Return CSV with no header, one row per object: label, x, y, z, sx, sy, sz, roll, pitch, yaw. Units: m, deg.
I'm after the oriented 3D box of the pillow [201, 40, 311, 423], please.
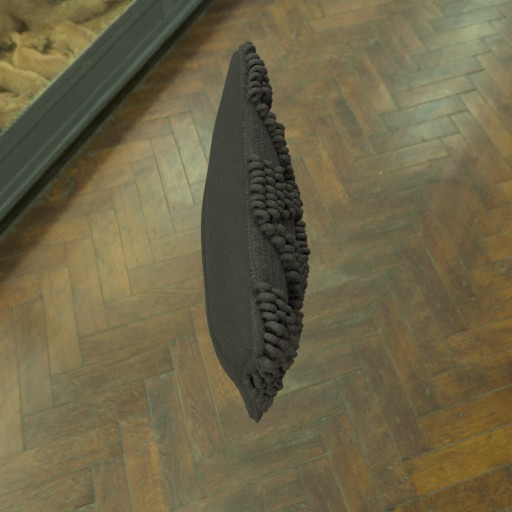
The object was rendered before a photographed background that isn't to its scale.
pillow,0.000,0.000,0.729,0.172,0.467,0.470,-3,64,-1
